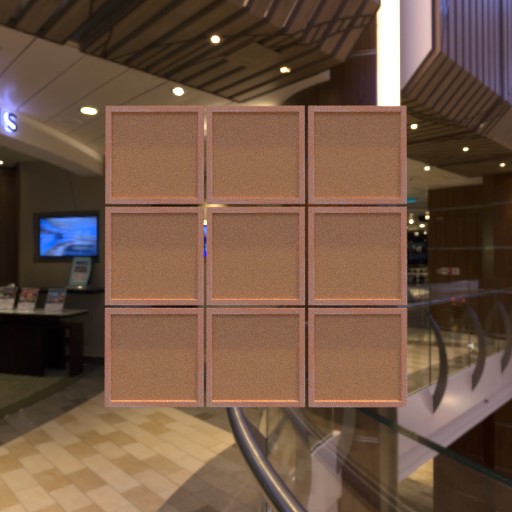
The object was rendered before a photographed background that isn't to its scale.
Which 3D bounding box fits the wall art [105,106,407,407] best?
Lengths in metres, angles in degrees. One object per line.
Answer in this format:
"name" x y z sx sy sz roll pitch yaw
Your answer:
"wall art" 0.000 0.000 1.344 0.911 0.910 0.012 0 -1 0
